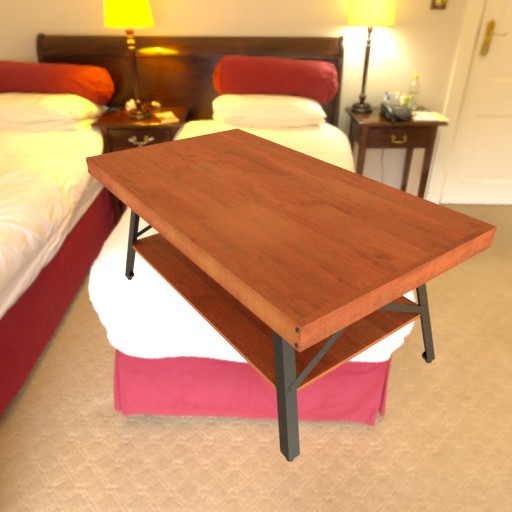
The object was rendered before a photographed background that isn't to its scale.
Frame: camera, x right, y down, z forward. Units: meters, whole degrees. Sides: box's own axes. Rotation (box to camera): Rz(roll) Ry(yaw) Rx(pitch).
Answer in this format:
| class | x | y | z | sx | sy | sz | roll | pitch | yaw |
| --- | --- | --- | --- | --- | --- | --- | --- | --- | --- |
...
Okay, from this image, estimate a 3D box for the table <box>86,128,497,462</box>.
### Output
| class | x | y | z | sx | sy | sz | roll | pitch | yaw |
| --- | --- | --- | --- | --- | --- | --- | --- | --- | --- |
| table | 0.000 | 0.000 | 1.362 | 0.610 | 0.457 | 1.067 | -21 | 37 | -31 |
